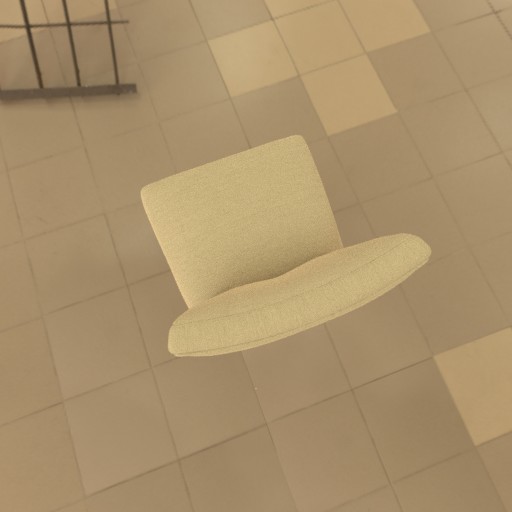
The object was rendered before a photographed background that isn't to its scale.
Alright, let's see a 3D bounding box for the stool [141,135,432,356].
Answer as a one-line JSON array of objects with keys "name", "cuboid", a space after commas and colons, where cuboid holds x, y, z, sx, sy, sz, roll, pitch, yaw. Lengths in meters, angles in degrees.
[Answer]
[{"name": "stool", "cuboid": [0.000, 0.000, 1.315, 0.514, 1.000, 0.574, -20, 74, -6]}]
